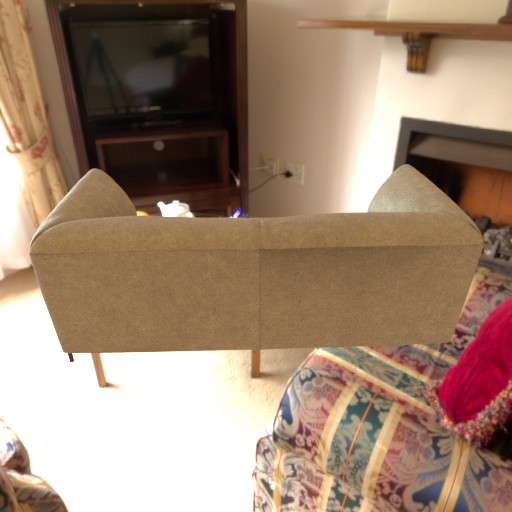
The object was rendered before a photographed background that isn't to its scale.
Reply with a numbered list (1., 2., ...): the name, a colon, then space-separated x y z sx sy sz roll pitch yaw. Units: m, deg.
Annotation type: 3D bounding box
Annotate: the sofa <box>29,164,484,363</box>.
1. sofa: 0.000 0.000 2.307 1.878 0.747 0.905 -1 30 -2
